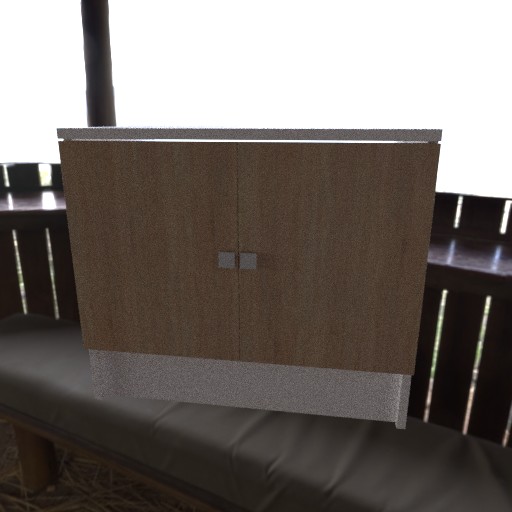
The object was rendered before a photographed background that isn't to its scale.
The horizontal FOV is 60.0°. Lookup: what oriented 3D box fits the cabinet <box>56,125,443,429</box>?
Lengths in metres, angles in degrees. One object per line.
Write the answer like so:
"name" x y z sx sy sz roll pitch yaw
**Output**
"cabinet" 0.000 0.000 0.933 0.600 0.522 0.400 3 17 8
